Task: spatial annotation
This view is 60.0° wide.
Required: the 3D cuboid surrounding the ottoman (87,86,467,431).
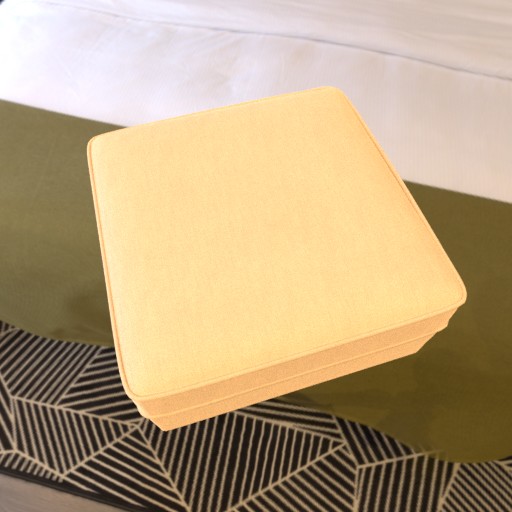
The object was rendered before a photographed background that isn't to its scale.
[{"bbox_3d":[0.000,0.000,1.013,0.613,0.438,0.616,-15,59,-9],"label":"ottoman"}]
